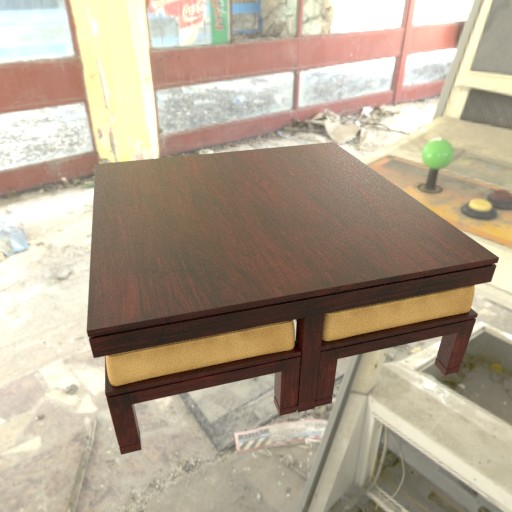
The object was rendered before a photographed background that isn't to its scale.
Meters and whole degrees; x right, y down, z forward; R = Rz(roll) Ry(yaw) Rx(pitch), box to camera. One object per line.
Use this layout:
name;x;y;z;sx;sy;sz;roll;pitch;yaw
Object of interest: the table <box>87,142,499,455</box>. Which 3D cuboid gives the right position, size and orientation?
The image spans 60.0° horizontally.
table;0.000;0.000;1.320;0.865;0.356;0.865;-9;33;-14
